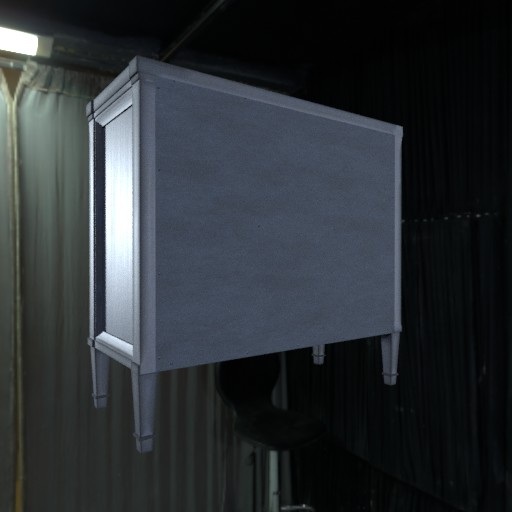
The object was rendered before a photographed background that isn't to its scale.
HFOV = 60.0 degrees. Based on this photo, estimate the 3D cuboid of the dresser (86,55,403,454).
[{"bbox_3d":[0.000,0.000,1.577,1.049,0.986,0.463,0,0,-36],"label":"dresser"}]
